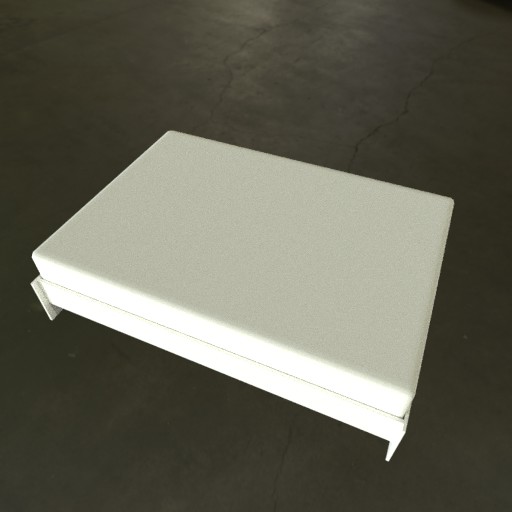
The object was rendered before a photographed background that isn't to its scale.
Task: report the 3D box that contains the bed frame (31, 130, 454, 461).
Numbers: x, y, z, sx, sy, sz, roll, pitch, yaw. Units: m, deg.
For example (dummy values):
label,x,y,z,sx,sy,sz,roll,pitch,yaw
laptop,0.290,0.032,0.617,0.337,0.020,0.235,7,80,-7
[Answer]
label,x,y,z,sx,sy,sz,roll,pitch,yaw
bed frame,0.000,0.000,2.560,1.945,0.497,1.445,17,48,16
